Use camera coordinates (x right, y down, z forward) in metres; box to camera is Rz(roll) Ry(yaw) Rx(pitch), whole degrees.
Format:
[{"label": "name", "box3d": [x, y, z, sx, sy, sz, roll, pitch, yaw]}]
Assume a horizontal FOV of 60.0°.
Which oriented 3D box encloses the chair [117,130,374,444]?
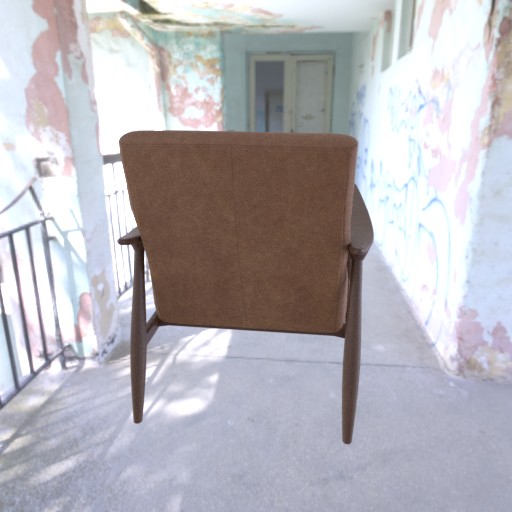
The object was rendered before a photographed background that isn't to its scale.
[{"label": "chair", "box3d": [0.000, 0.000, 1.483, 0.741, 0.832, 0.798, 2, 18, 7]}]
